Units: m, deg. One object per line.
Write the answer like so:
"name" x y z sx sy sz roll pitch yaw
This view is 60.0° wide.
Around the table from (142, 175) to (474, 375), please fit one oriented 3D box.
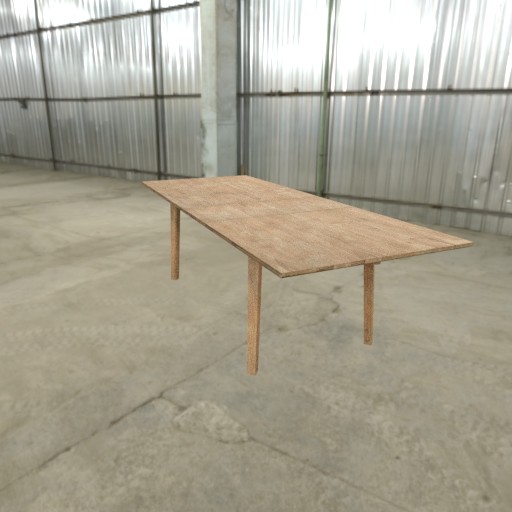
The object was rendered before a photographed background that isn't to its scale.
"table" 0.000 0.000 3.074 1.000 0.752 2.603 -8 19 -24
